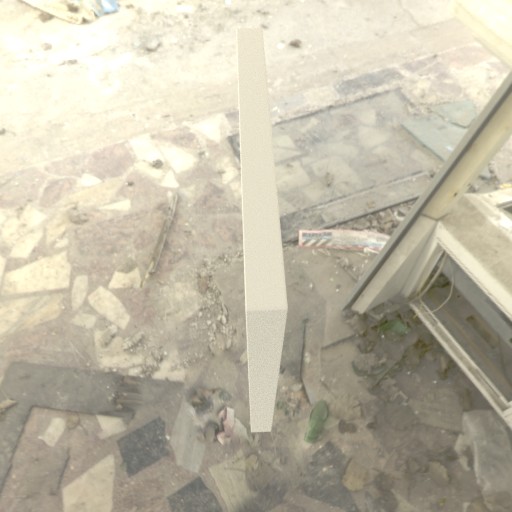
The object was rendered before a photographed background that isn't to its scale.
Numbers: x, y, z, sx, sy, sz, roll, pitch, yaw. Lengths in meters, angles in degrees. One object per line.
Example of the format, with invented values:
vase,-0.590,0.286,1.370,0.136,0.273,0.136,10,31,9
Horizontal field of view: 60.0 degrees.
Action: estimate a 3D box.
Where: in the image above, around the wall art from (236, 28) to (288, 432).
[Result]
wall art,0.000,0.000,0.539,0.028,0.381,0.331,-2,57,-1
